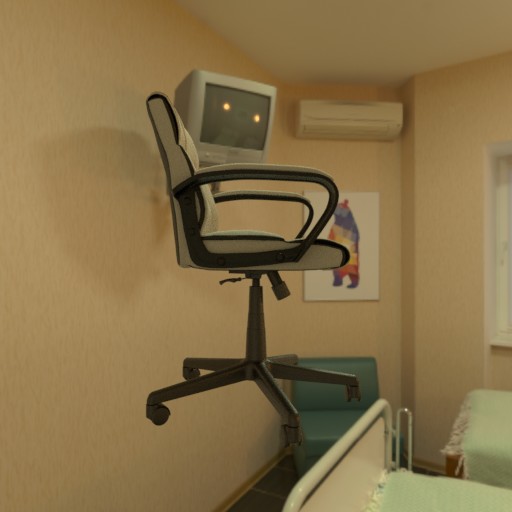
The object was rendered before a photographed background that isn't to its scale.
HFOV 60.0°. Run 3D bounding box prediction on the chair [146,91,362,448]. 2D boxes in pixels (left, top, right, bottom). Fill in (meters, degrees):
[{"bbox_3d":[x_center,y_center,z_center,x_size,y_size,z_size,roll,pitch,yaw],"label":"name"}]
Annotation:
[{"bbox_3d":[0.000,0.000,1.501,0.717,1.004,0.739,0,0,0],"label":"chair"}]
